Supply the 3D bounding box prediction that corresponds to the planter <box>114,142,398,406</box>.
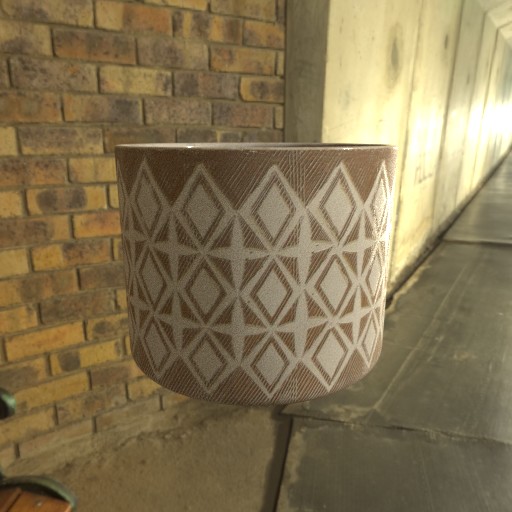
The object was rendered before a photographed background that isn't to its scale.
[{"bbox_3d":[0.000,0.000,0.337,0.193,0.165,0.193,0,15,0],"label":"planter"}]
